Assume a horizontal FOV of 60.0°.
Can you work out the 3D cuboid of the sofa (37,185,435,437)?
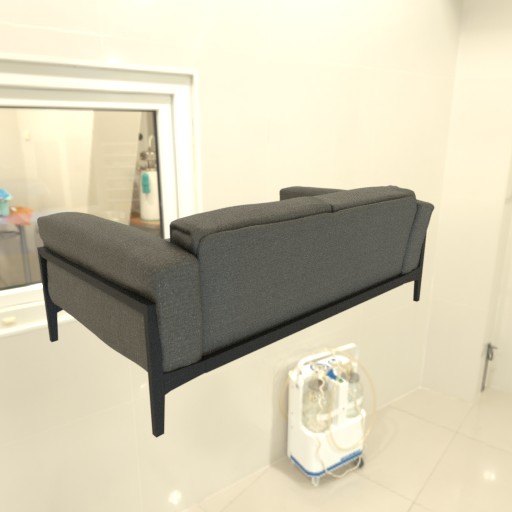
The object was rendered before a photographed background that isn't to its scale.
[{"bbox_3d":[0.000,0.000,2.134,1.690,0.656,0.960,-14,21,-41],"label":"sofa"}]
